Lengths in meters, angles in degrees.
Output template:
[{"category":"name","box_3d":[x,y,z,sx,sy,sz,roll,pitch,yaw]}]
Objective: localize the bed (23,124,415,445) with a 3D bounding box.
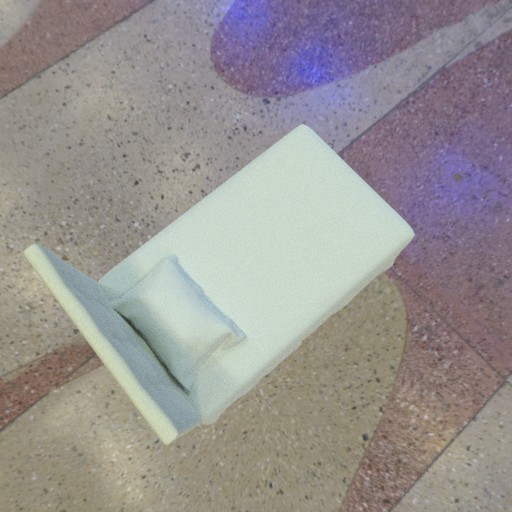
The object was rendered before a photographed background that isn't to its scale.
[{"category":"bed","box_3d":[0.000,0.000,2.906,1.997,1.571,1.261,-39,77,-11]}]
